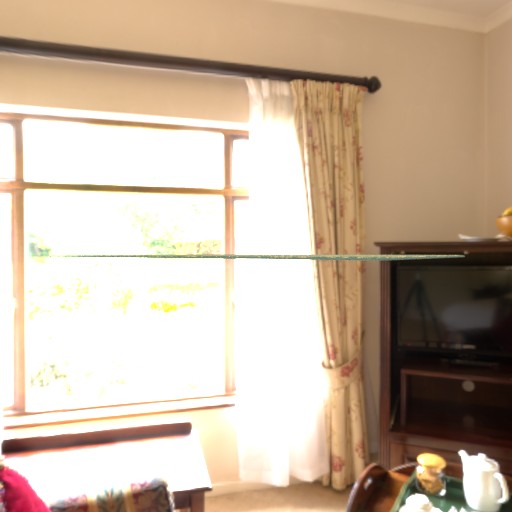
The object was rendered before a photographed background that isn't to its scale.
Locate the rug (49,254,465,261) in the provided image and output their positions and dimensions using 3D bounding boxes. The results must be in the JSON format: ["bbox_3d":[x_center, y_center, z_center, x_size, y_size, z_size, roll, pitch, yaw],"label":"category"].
[{"bbox_3d":[0.000,0.000,2.873,2.205,0.012,1.554,0,1,36],"label":"rug"}]
